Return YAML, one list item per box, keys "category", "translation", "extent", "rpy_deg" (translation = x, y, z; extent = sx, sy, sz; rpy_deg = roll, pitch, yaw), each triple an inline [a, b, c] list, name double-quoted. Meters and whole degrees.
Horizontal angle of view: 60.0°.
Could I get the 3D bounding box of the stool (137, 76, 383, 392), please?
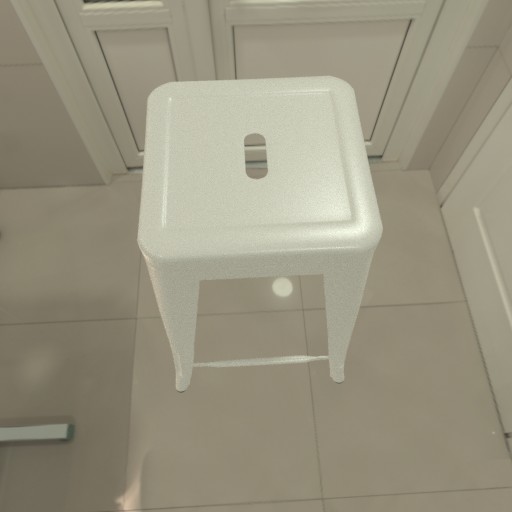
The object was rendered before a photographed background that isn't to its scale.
- category: "stool"
  translation: [0.000, 0.000, 0.878]
  extent: [0.406, 0.610, 0.406]
  rpy_deg: [-3, 64, -1]
